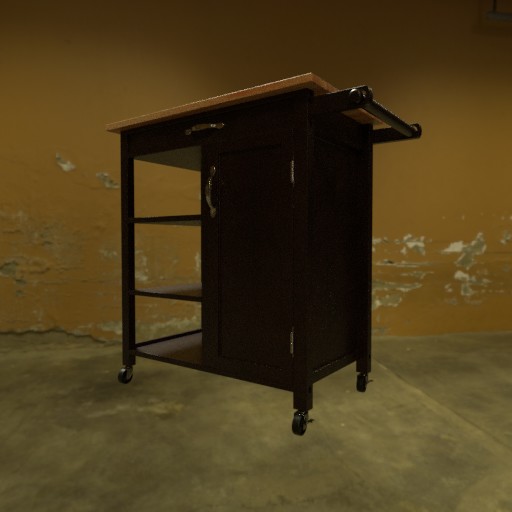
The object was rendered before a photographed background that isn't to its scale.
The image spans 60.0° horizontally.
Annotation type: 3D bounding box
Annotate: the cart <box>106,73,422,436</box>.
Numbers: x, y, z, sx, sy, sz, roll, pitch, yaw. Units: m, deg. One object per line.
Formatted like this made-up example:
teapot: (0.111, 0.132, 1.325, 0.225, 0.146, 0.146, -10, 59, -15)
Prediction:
cart: (0.000, 0.000, 1.432, 0.914, 0.878, 0.472, 1, 2, 36)
